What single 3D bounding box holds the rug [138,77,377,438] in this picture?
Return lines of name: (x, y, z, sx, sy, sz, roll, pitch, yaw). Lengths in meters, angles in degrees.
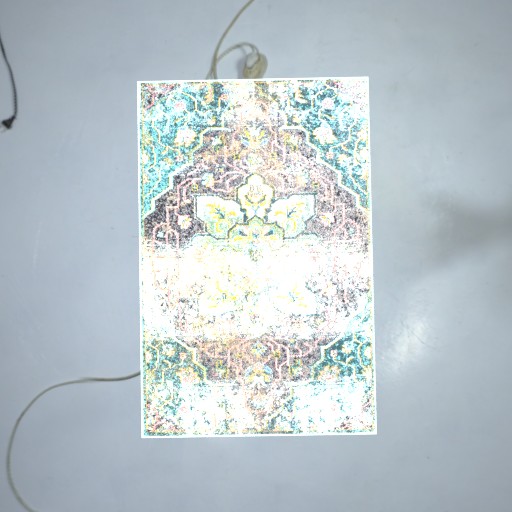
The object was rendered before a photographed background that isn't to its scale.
rug: (0.000, 0.000, 2.901, 1.566, 0.004, 2.363, 0, 89, 0)
